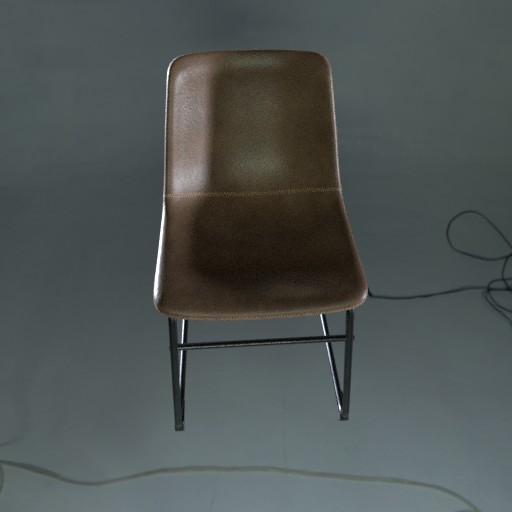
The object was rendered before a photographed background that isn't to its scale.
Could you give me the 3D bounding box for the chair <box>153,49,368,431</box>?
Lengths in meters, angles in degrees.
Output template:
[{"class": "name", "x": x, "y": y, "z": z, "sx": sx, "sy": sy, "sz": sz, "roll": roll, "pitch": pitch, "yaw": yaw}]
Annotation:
[{"class": "chair", "x": 0.000, "y": 0.000, "z": 1.082, "sx": 0.460, "sy": 0.780, "sz": 0.551, "roll": -3, "pitch": 47, "yaw": -2}]
